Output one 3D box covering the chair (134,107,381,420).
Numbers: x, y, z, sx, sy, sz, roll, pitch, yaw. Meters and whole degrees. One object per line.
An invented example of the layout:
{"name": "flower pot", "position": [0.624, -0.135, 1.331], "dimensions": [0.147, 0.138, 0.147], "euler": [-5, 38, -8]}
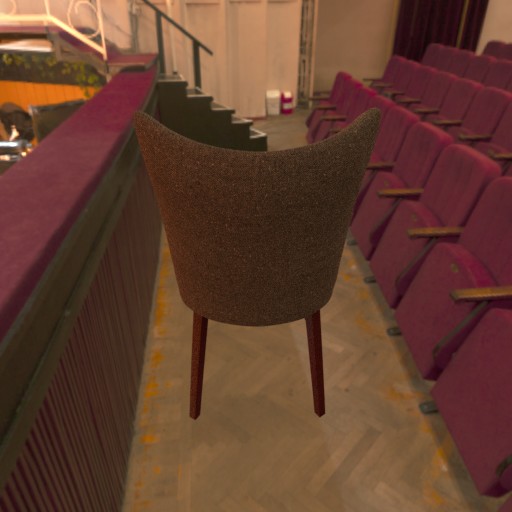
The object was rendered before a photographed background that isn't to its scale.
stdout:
{"name": "chair", "position": [0.000, 0.000, 1.326], "dimensions": [0.535, 0.924, 0.623], "euler": [-1, 30, -1]}
